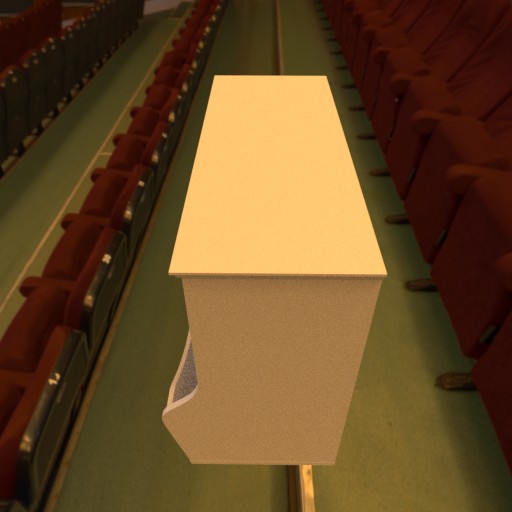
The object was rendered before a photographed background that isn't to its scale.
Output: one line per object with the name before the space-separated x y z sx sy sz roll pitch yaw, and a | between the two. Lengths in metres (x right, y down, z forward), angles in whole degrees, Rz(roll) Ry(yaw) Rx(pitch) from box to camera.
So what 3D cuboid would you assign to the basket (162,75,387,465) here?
basket | 0.000 0.000 1.125 0.376 0.625 0.792 0 41 1
